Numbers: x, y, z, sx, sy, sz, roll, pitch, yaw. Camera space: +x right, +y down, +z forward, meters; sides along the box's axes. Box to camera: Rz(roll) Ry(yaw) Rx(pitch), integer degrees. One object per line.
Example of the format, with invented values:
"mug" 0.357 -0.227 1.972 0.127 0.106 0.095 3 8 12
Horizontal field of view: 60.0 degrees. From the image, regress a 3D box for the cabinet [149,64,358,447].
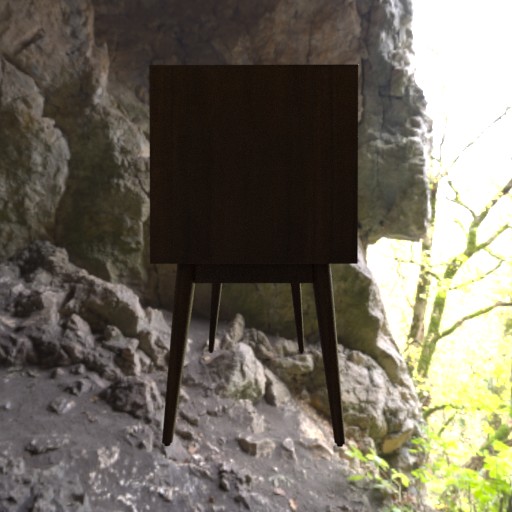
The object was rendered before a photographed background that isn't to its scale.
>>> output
"cabinet" 0.000 0.000 1.123 0.354 0.654 0.743 0 1 0
